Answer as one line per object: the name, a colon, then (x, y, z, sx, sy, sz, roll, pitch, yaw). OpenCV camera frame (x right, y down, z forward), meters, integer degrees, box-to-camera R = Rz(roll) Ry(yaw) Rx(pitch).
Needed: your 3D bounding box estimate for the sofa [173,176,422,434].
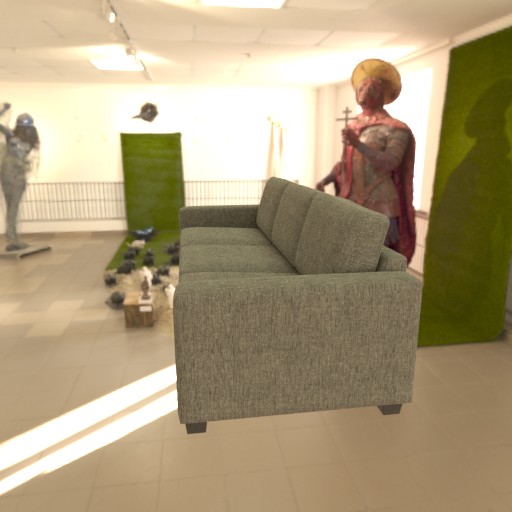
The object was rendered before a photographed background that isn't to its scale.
sofa: (0.000, 0.000, 2.581, 0.900, 0.800, 2.160, -2, 14, -9)
